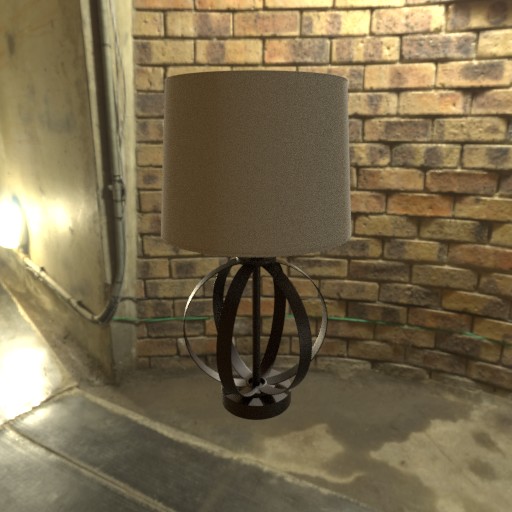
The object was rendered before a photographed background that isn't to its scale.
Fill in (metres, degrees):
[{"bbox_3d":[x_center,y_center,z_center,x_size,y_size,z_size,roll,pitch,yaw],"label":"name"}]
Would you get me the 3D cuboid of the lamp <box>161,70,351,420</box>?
[{"bbox_3d":[0.000,0.000,0.693,0.286,0.510,0.286,0,16,0],"label":"lamp"}]
